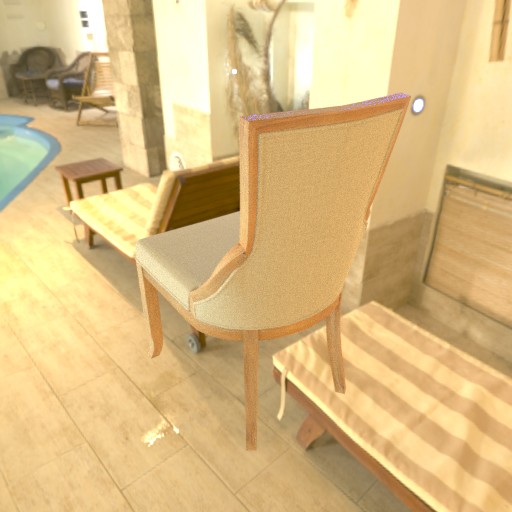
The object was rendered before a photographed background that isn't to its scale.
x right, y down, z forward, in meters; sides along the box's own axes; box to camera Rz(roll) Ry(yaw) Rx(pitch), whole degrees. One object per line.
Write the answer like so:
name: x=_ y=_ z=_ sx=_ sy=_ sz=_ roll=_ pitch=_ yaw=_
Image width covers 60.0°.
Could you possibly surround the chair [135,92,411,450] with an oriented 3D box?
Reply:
chair: x=0.000 y=0.000 z=1.321 sx=0.524 sy=0.947 sz=0.641 roll=-19 pitch=34 yaw=-31
